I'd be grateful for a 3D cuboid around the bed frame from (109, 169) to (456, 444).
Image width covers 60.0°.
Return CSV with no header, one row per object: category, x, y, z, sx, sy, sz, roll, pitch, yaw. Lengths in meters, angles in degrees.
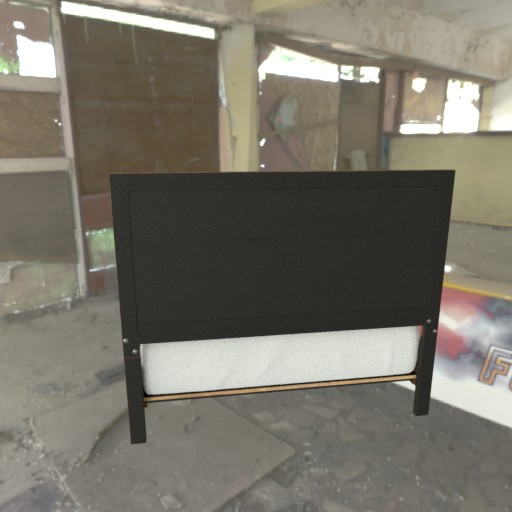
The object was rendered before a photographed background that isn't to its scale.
bed frame,0.000,0.000,3.383,1.696,1.417,2.276,-2,15,-9
